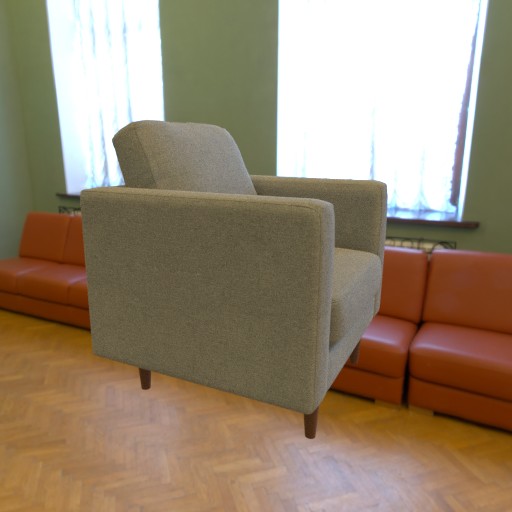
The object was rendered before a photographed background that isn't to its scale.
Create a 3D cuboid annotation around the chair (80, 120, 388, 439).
[{"bbox_3d":[0.000,0.000,1.579,0.800,0.927,0.855,7,15,25],"label":"chair"}]
